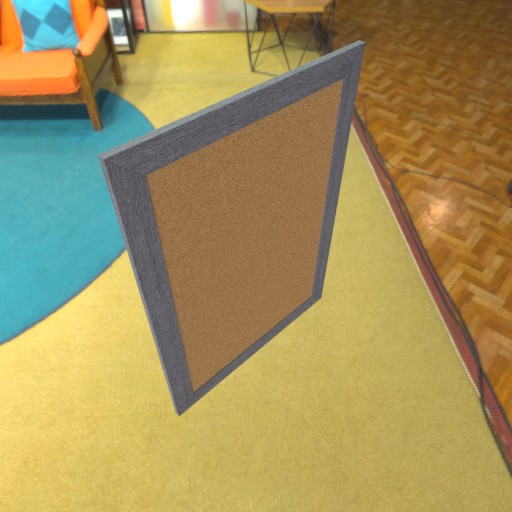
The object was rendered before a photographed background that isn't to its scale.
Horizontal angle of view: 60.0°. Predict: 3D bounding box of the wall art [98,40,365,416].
[{"bbox_3d":[0.000,0.000,1.363,0.768,1.070,0.020,-35,55,-28],"label":"wall art"}]
